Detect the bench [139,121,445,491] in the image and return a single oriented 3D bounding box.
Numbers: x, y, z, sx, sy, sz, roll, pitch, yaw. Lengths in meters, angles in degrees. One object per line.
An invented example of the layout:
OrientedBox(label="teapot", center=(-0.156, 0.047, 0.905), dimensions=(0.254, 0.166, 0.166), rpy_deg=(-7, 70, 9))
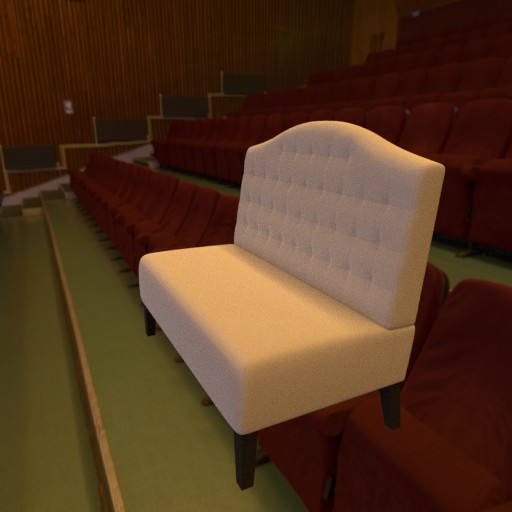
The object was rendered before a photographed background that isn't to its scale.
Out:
OrientedBox(label="bench", center=(0.000, 0.000, 2.023), dimensions=(0.815, 1.180, 1.335), rpy_deg=(-8, 19, -26))
